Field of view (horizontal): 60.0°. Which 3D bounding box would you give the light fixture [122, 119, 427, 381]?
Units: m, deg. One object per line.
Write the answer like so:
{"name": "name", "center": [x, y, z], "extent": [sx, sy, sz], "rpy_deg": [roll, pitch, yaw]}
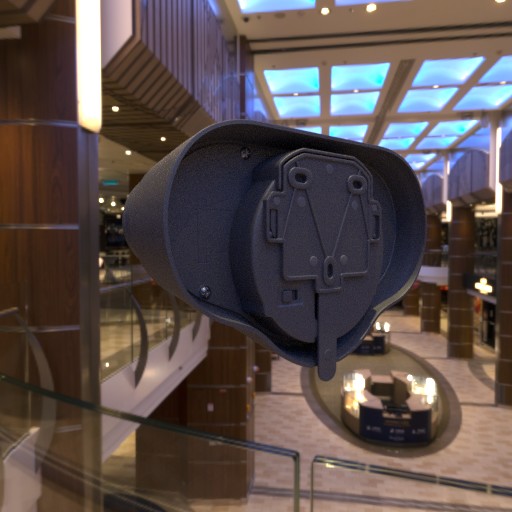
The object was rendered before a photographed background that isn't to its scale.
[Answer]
{"name": "light fixture", "center": [0.000, 0.000, 0.348], "extent": [0.229, 0.159, 0.159], "rpy_deg": [-1, 2, -37]}
